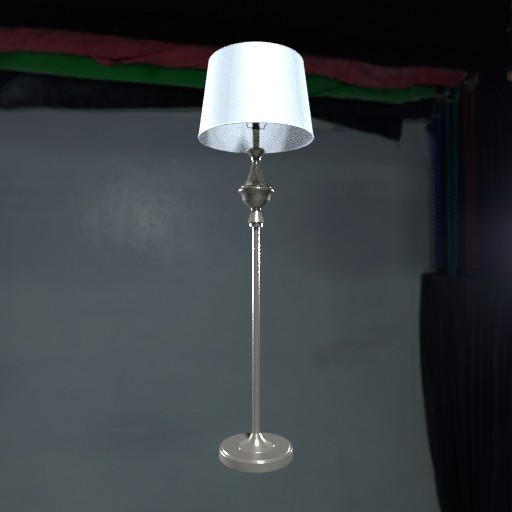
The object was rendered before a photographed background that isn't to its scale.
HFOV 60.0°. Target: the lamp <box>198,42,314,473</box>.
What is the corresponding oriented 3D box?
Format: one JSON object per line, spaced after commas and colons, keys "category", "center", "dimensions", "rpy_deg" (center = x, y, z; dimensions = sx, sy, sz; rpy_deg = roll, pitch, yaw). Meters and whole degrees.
{"category": "lamp", "center": [0.000, 0.000, 1.659], "dimensions": [0.431, 1.488, 0.431], "rpy_deg": [0, 0, 0]}
